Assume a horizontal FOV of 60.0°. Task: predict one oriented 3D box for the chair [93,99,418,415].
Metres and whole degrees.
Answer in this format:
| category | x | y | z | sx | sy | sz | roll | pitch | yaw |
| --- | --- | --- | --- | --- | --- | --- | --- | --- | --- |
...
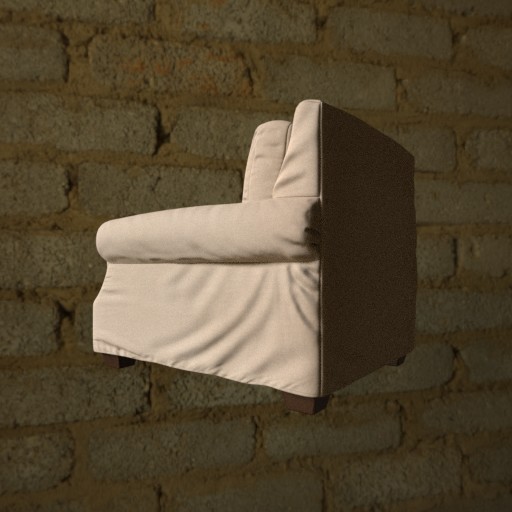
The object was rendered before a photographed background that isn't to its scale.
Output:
| category | x | y | z | sx | sy | sz | roll | pitch | yaw |
| --- | --- | --- | --- | --- | --- | --- | --- | --- | --- |
| chair | 0.000 | 0.000 | 1.770 | 1.066 | 0.866 | 0.940 | 0 | 0 | 37 |
